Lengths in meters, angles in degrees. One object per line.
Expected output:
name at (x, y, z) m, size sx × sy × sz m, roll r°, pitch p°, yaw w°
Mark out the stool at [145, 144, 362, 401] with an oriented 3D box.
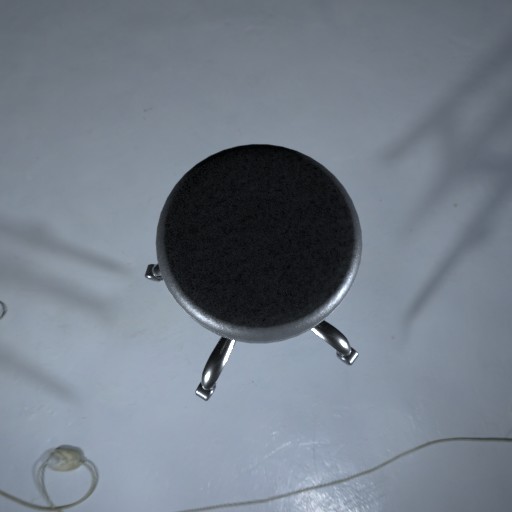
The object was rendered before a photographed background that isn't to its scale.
stool at (0.000, 0.000, 1.128) m, size 0.673 × 0.576 × 0.638 m, roll -12°, pitch 74°, yaw -4°
